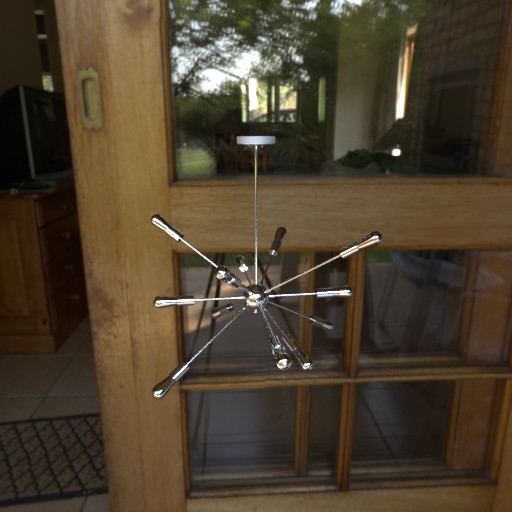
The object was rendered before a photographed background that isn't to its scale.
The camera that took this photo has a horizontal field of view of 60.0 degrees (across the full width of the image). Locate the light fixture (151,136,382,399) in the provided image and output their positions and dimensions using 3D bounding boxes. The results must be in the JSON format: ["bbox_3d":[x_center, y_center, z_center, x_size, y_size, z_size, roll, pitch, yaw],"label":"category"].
[{"bbox_3d":[0.000,0.000,1.072,0.509,0.558,0.684,-2,16,-8],"label":"light fixture"}]
